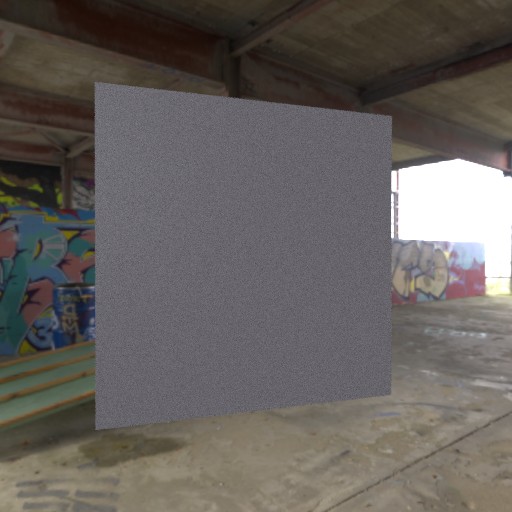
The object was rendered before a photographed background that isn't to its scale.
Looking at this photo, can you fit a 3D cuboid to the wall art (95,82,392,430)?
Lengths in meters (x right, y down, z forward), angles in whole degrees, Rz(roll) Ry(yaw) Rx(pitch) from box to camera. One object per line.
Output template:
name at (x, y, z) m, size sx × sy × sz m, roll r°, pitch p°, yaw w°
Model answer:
wall art at (0.000, 0.000, 0.521) m, size 0.355 × 0.355 × 0.027 m, roll 0°, pitch 0°, yaw -18°
